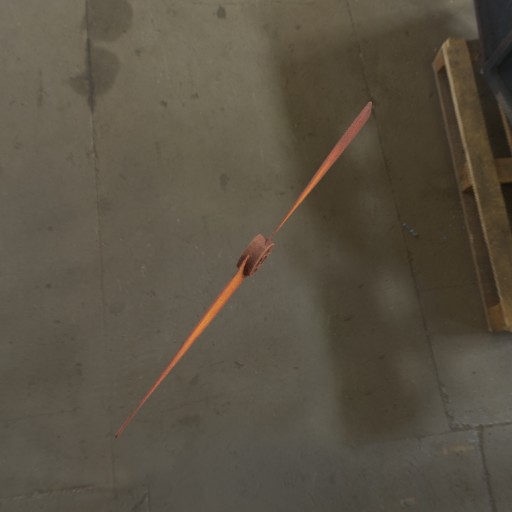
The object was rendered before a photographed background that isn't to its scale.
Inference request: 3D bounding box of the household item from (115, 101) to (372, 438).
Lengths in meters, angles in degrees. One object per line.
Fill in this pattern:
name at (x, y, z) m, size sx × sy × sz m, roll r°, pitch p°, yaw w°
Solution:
household item at (0.000, 0.000, 1.244) m, size 0.051 × 0.121 × 1.181 m, roll 36°, pitch 78°, yaw 9°
